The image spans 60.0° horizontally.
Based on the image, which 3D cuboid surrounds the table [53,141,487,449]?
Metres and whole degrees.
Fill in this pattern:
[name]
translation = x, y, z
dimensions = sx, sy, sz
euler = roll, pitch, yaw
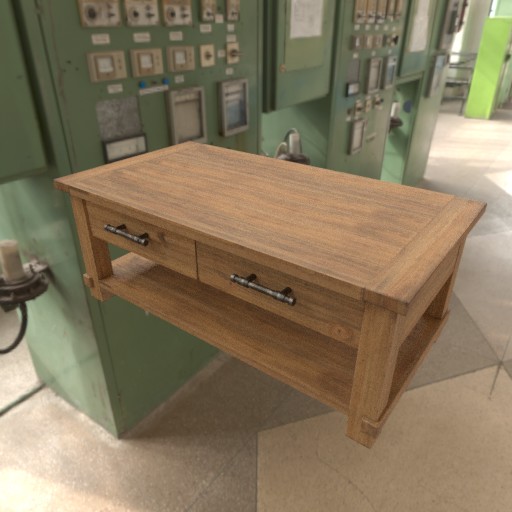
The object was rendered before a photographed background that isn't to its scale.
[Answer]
[table]
translation = 0.000, 0.000, 1.573
dimensions = 1.270, 0.494, 0.693
euler = 20, 34, 32
